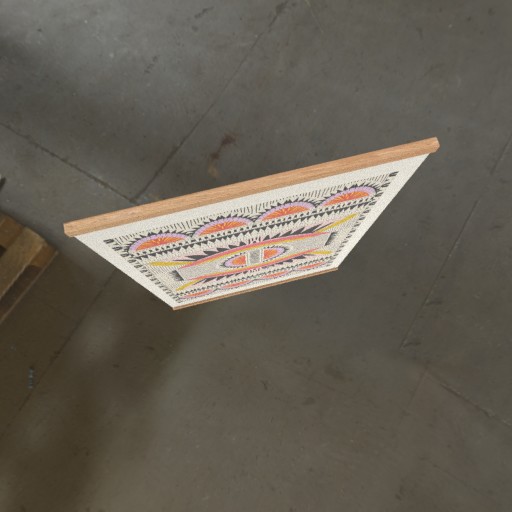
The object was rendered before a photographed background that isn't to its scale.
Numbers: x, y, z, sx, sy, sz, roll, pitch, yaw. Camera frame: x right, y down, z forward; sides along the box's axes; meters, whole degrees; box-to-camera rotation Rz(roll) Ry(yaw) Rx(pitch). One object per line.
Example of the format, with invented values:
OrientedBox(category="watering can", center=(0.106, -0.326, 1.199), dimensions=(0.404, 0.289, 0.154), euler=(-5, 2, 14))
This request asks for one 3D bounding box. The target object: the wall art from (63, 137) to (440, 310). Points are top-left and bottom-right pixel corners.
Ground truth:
OrientedBox(category="wall art", center=(0.000, 0.000, 1.893), dimensions=(0.999, 1.533, 0.028), euler=(-14, 76, -3))
